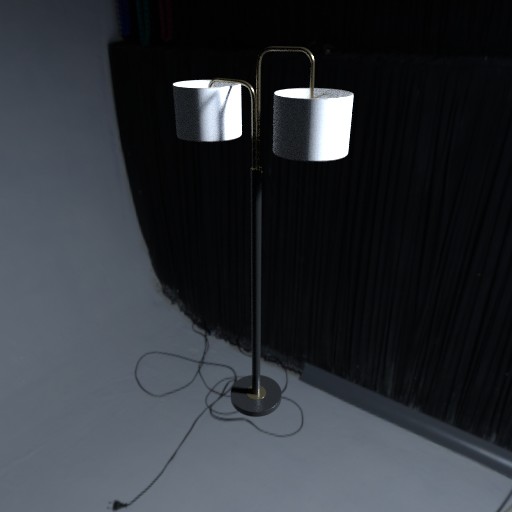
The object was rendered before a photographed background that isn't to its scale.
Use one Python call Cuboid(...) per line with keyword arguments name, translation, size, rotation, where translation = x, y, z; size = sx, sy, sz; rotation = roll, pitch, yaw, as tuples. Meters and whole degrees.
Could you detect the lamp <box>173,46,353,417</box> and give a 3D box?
Cuboid(name="lamp", translation=(0.000, 0.000, 1.852), size=(0.711, 1.587, 0.254), rotation=(19, 33, 32))
